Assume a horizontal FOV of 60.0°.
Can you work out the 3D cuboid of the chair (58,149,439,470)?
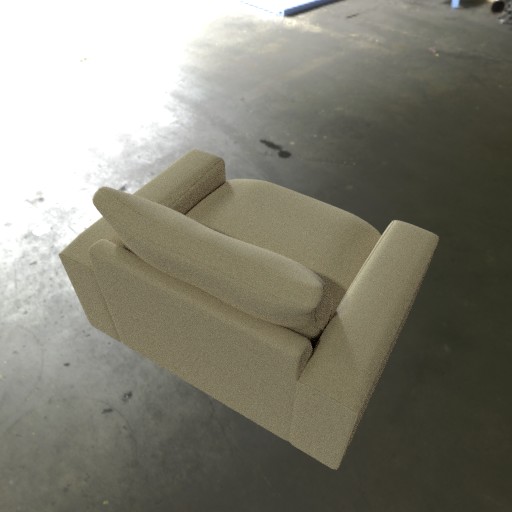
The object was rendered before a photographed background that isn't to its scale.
[{"bbox_3d":[0.000,0.000,2.050,1.398,0.915,1.039,24,50,21],"label":"chair"}]
